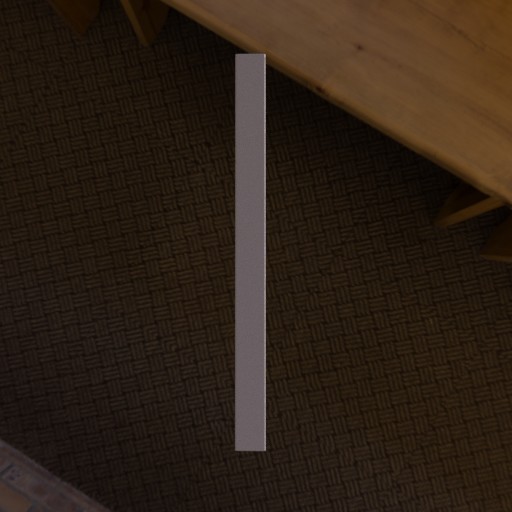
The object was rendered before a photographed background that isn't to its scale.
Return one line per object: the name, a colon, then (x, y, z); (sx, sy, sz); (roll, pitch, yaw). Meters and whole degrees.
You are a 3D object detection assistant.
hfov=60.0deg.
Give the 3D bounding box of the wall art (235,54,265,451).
wall art: (0.000, 0.000, 0.946); (0.039, 0.753, 0.511); (0, 89, 1)
